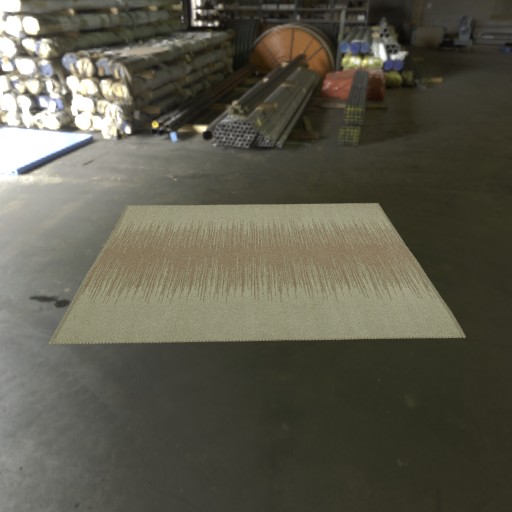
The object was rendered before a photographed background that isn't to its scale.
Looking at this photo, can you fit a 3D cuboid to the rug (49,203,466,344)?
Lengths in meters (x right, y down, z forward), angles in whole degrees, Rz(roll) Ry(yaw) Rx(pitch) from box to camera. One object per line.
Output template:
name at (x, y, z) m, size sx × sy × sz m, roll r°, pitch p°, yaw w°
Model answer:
rug at (0.000, 0.000, 4.264) m, size 3.048 × 0.013 × 2.438 m, roll -1°, pitch 30°, yaw -1°
